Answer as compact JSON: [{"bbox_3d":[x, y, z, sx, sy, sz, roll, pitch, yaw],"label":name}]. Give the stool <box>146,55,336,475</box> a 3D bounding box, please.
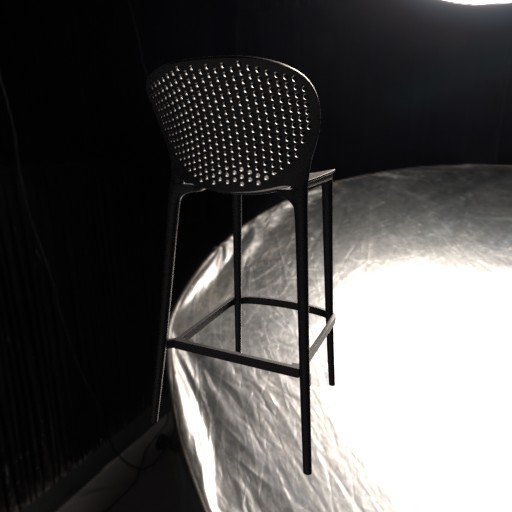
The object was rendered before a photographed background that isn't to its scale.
[{"bbox_3d":[0.000,0.000,1.351,0.536,1.045,0.535,7,17,25],"label":"stool"}]
